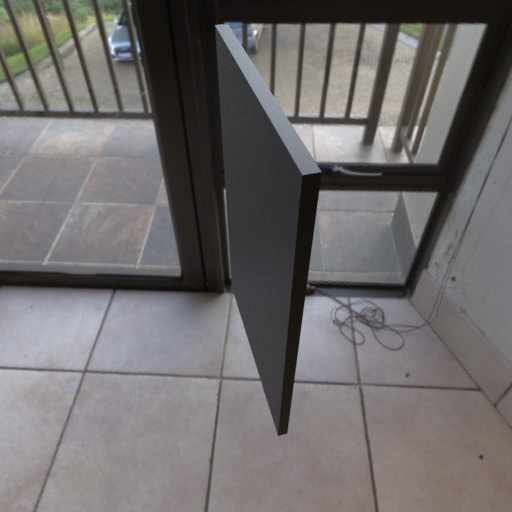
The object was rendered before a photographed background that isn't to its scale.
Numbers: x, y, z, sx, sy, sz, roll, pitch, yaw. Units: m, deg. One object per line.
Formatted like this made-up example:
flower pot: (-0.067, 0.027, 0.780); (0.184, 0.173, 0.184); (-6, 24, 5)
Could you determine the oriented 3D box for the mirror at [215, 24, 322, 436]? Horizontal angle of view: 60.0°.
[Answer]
mirror: (0.000, 0.000, 1.504); (0.038, 1.219, 0.762); (-12, 48, -11)
